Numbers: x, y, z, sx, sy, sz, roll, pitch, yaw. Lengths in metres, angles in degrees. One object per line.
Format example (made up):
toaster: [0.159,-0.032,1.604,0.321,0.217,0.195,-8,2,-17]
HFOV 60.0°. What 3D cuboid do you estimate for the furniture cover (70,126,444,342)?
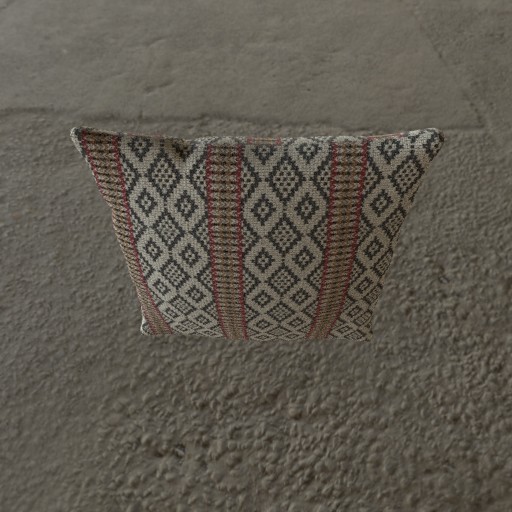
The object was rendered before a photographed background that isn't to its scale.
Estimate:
furniture cover: [0.000,0.000,0.780,0.503,0.506,0.182,1,48,1]
